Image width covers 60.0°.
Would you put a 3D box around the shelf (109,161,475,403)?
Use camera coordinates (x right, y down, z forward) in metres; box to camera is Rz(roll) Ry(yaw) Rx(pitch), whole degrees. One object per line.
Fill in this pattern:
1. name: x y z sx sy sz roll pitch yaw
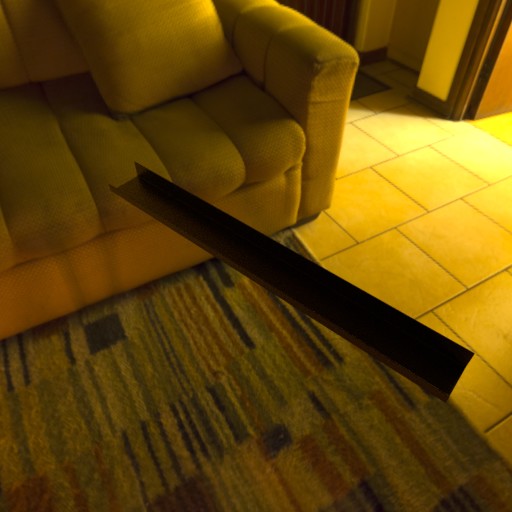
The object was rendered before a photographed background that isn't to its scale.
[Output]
1. shelf: 0.000 0.000 0.976 0.924 0.049 0.092 31 53 26
